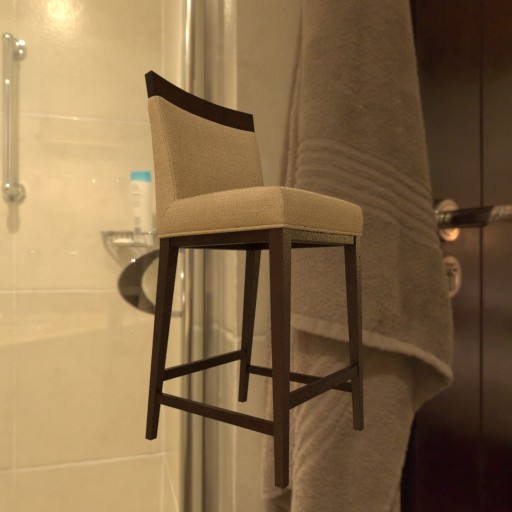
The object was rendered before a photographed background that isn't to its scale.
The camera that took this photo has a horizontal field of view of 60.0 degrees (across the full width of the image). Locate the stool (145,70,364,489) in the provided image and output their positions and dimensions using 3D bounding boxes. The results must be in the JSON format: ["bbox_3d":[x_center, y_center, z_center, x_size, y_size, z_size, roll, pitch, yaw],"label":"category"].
[{"bbox_3d":[0.000,0.000,1.406,0.531,1.117,0.511,-1,-1,37],"label":"stool"}]
